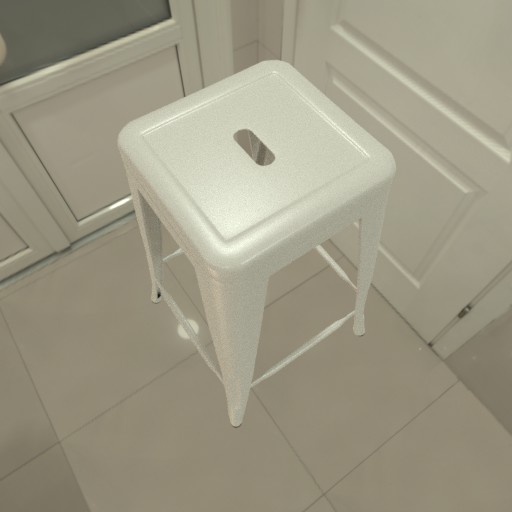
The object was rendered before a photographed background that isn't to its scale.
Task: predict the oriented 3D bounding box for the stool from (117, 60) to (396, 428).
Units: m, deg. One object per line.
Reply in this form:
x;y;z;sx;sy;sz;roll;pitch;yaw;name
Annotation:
0.000;0.000;0.890;0.406;0.610;0.406;-31;65;-17;stool
